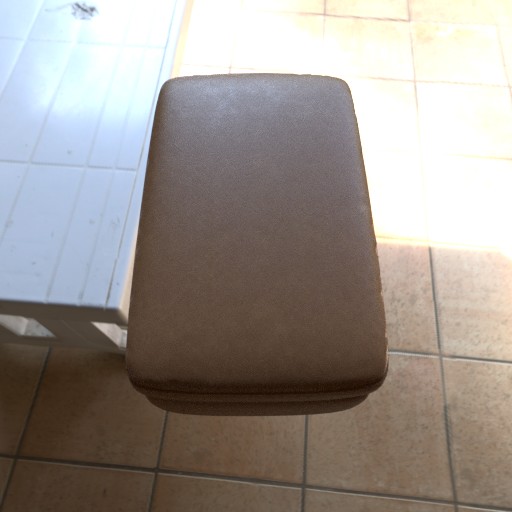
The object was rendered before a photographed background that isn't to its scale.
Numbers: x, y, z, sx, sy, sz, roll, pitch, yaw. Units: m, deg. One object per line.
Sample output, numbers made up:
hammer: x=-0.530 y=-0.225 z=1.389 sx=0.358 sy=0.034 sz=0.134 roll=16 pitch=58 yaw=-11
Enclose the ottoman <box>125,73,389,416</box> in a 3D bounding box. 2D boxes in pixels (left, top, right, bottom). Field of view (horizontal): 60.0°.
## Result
ottoman: x=0.000 y=0.000 z=0.980 sx=0.420 sy=0.480 sz=0.670 roll=0 pitch=63 yaw=0
